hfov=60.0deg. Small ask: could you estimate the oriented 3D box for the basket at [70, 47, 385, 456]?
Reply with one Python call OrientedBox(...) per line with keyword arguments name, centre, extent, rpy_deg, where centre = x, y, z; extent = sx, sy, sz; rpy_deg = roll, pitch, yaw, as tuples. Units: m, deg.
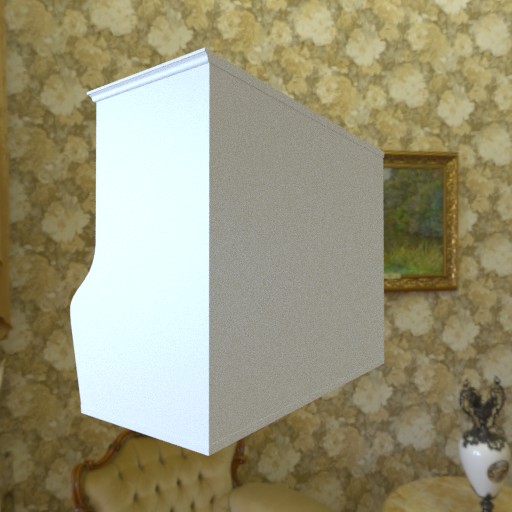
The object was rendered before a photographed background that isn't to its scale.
OrientedBox(name="basket", centre=(0.000, 0.000, 1.105), extent=(0.376, 0.625, 0.792), rpy_deg=(-1, -1, 36))
